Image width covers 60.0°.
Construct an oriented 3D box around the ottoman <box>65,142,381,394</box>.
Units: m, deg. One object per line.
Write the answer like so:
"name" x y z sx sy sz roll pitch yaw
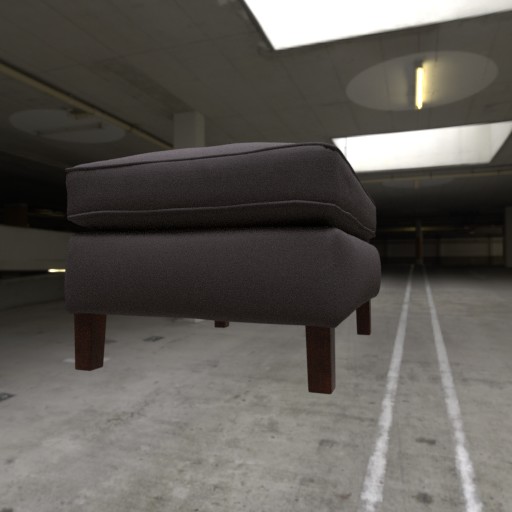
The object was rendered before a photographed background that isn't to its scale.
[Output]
"ottoman" 0.000 0.000 0.986 0.508 0.406 0.686 -1 -1 20
